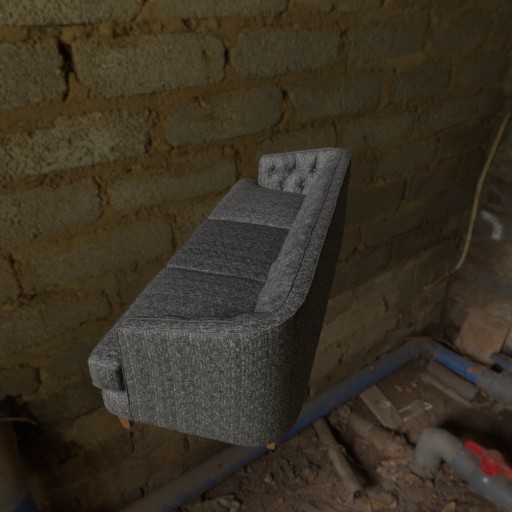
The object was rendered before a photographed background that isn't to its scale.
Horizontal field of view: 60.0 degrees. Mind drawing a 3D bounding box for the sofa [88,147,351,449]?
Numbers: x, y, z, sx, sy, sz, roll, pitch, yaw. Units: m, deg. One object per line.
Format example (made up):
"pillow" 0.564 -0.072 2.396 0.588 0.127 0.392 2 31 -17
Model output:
"sofa" 0.000 0.000 2.754 0.941 0.855 2.278 8 32 14
